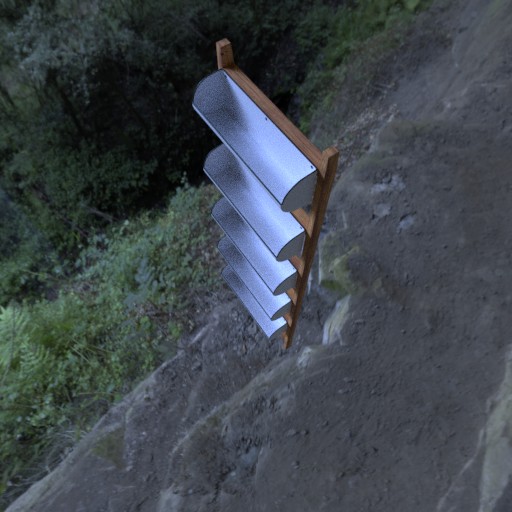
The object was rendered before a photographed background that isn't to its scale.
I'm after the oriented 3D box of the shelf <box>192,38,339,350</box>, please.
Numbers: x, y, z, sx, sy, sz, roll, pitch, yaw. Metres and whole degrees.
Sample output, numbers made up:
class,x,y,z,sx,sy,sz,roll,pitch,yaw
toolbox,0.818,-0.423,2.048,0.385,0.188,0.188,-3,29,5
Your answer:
class,x,y,z,sx,sy,sz,roll,pitch,yaw
shelf,0.000,0.000,1.751,0.141,1.600,0.454,-32,68,-15
